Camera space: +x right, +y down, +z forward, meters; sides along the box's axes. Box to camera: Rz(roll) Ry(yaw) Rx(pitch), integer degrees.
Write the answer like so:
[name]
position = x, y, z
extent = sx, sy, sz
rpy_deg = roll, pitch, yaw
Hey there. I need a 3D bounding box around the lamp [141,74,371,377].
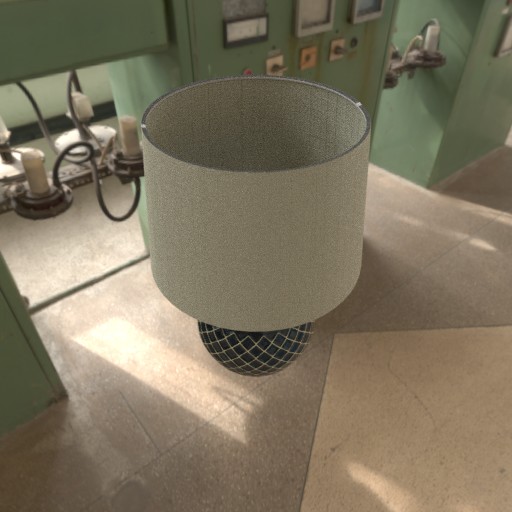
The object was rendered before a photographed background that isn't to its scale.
[lamp]
position = 0.000, 0.000, 0.813
extent = 0.376, 0.540, 0.376
rpy_deg = 0, 41, 0
